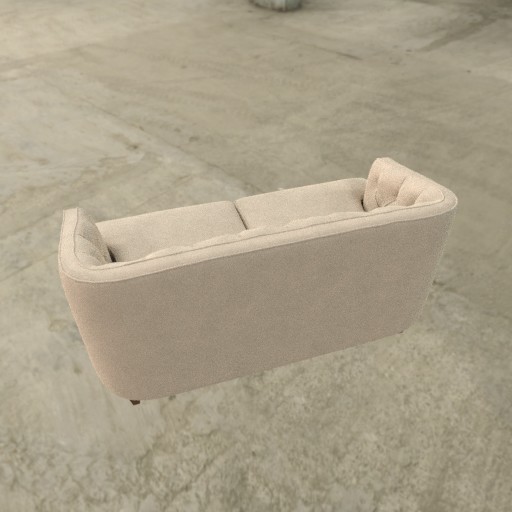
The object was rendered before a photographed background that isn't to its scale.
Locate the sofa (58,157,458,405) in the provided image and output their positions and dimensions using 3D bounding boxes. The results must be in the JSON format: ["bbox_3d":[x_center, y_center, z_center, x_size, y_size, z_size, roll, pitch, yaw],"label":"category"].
[{"bbox_3d":[0.000,0.000,2.241,1.731,0.878,0.940,-12,41,-14],"label":"sofa"}]
